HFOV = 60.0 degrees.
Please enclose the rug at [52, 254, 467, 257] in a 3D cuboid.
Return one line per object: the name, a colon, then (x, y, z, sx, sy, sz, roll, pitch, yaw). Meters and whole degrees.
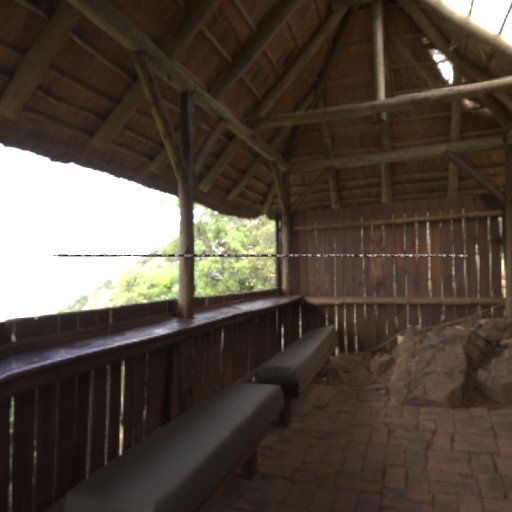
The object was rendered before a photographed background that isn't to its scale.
rug: (0.000, 0.000, 4.205, 2.431, 0.017, 3.291, 0, 0, -1)
